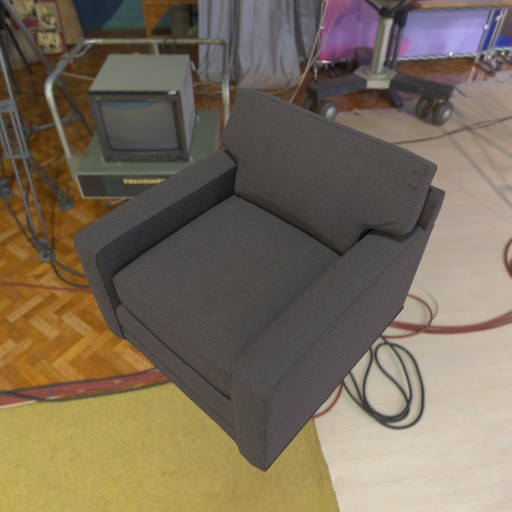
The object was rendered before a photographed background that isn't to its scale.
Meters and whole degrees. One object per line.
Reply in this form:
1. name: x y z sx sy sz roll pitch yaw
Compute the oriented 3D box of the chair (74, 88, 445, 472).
1. chair: 0.000 0.000 1.817 0.997 0.913 1.043 33 54 28
